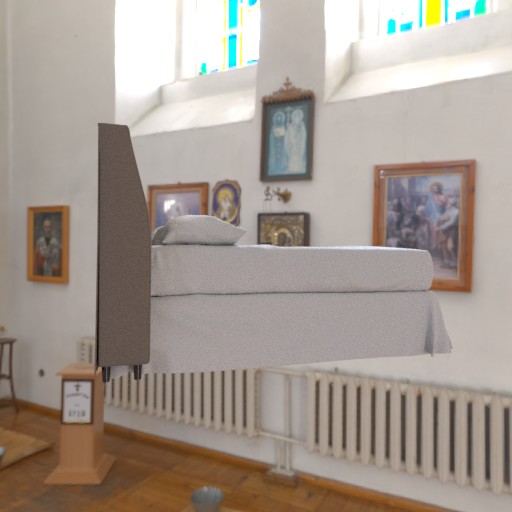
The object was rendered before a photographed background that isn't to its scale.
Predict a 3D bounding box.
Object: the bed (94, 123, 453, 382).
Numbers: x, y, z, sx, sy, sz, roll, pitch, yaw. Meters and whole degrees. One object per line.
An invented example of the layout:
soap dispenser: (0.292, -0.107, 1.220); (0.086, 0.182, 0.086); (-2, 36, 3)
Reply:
bed: (0.000, 0.000, 3.440); (2.276, 1.332, 1.925); (0, -1, -17)
